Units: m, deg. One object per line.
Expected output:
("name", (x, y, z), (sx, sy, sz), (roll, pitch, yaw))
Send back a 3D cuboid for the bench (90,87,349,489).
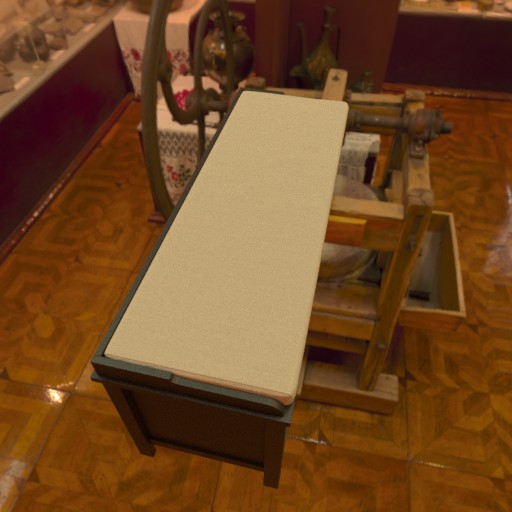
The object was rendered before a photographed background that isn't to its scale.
("bench", (0.000, 0.000, 1.360), (0.398, 0.501, 1.140), (10, 48, 9))
